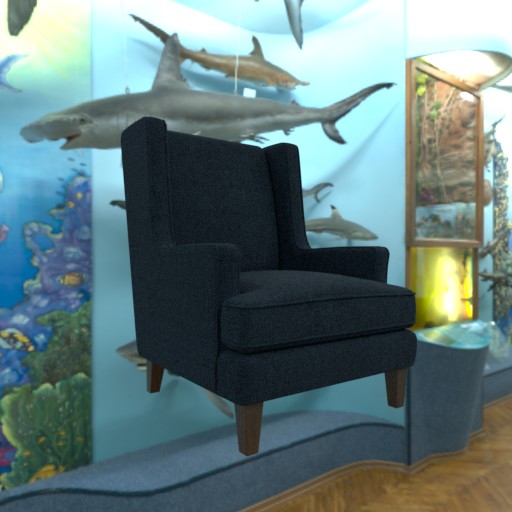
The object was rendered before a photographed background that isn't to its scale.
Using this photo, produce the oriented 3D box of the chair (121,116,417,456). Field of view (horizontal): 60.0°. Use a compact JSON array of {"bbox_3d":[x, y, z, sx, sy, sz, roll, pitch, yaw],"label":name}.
[{"bbox_3d":[0.000,0.000,1.731,0.764,1.072,0.947,0,0,-36],"label":"chair"}]
